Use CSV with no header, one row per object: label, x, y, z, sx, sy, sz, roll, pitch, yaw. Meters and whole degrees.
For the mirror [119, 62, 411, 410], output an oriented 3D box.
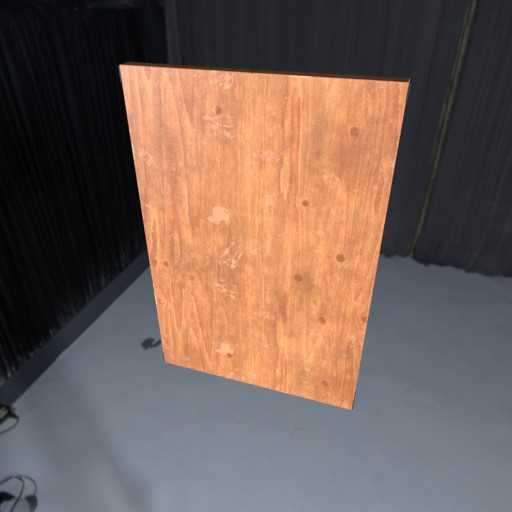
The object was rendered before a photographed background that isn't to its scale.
mirror,0.000,0.000,0.970,0.517,0.761,0.053,10,34,15
